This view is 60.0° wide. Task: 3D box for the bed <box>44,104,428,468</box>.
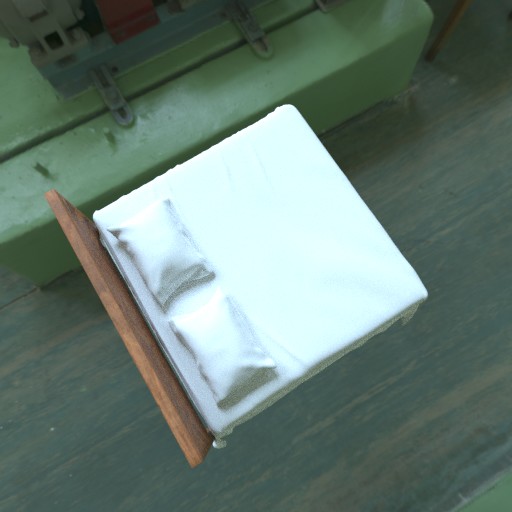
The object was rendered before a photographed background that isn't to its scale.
[{"bbox_3d":[0.000,0.000,3.483,2.165,1.158,2.255,-31,78,-7],"label":"bed"}]
